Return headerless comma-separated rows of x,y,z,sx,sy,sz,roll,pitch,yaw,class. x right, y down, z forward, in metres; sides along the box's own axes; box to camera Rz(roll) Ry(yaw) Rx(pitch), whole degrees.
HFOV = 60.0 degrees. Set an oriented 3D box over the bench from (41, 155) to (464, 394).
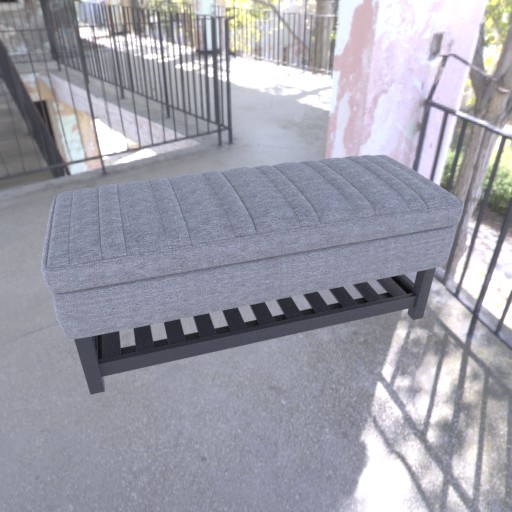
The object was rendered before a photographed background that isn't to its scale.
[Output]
0.000,0.000,1.338,1.100,0.470,0.429,-10,34,-15,bench
